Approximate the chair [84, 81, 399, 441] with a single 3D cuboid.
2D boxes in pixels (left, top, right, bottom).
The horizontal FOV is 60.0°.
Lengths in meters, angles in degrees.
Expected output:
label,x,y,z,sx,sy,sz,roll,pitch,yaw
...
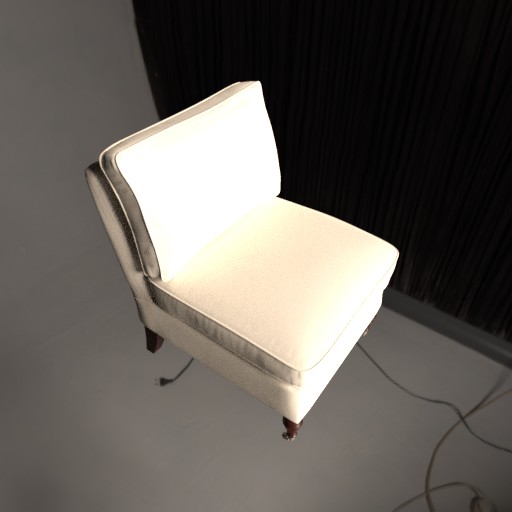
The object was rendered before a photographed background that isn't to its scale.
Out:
label,x,y,z,sx,sy,sz,roll,pitch,yaw
chair,0.000,0.000,1.462,0.781,0.887,0.630,26,48,26
